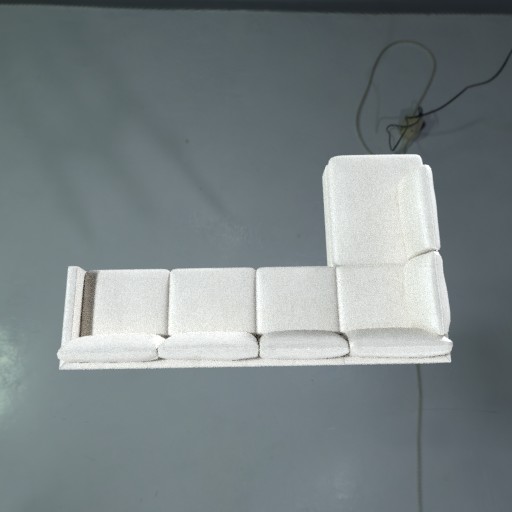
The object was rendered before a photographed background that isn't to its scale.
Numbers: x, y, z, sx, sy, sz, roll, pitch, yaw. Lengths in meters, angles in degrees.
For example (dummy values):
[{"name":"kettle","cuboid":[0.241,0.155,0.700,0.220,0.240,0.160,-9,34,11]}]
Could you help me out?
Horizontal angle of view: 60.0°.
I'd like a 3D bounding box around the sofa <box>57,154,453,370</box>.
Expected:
[{"name":"sofa","cuboid":[0.000,0.000,4.242,3.384,0.996,2.048,-1,76,0]}]
